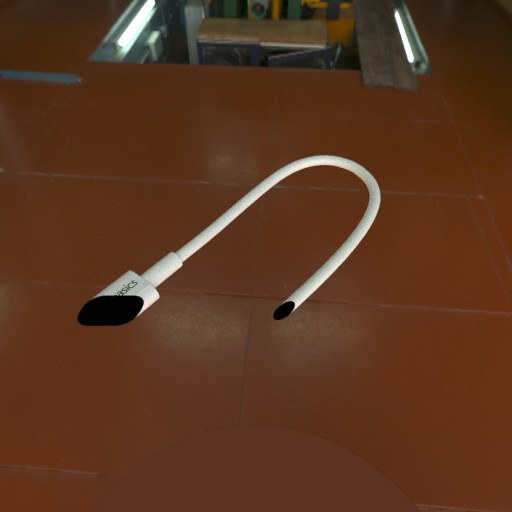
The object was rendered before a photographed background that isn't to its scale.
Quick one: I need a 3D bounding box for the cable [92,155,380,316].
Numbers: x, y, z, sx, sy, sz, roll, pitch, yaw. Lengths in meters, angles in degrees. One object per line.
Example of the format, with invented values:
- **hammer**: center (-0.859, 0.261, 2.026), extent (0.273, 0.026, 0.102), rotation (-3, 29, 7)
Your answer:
- **cable**: center (0.000, 0.000, 0.111), extent (0.041, 0.005, 0.098), rotation (31, 55, 25)
